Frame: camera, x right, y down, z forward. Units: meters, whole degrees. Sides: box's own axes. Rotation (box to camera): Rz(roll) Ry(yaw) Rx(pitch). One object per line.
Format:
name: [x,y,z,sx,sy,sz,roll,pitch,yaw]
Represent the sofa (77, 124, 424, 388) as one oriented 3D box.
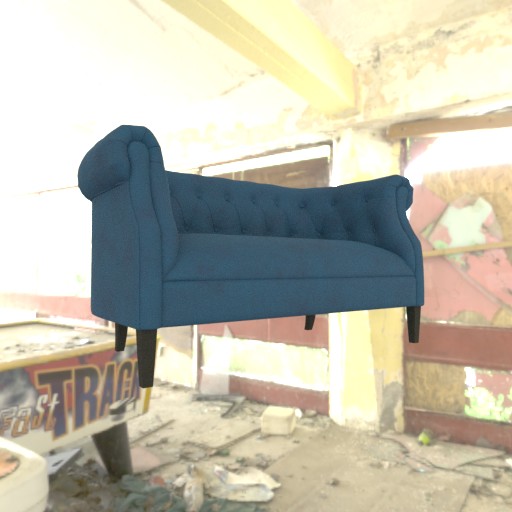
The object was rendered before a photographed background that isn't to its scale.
sofa: [0.000,0.000,2.043,1.558,0.827,0.835,1,-2,-36]
